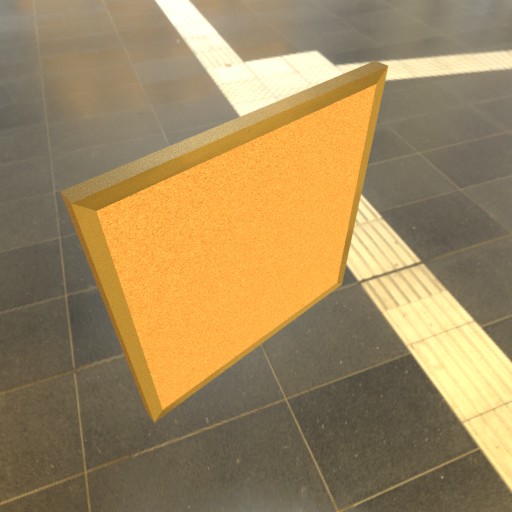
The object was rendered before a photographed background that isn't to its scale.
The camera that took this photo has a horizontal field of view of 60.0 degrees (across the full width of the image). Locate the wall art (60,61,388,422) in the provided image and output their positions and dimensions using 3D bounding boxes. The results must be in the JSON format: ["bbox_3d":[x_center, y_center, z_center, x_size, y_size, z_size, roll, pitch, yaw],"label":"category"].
[{"bbox_3d":[0.000,0.000,1.119,0.762,0.762,0.038,-31,53,-27],"label":"wall art"}]
